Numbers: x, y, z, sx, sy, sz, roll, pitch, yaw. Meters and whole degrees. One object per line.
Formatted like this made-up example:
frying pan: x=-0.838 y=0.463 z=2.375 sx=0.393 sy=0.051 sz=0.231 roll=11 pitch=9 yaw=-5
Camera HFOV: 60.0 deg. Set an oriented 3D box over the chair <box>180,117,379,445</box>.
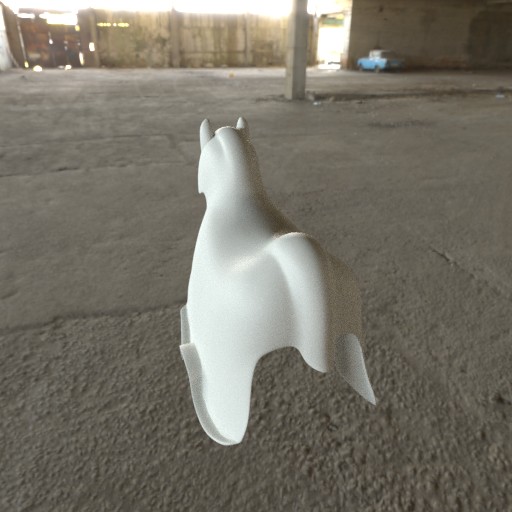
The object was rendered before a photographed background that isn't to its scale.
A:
chair: x=0.000 y=0.000 z=1.136 sx=0.429 sy=0.612 sz=0.800 roll=-8 pitch=27 yaw=-17
